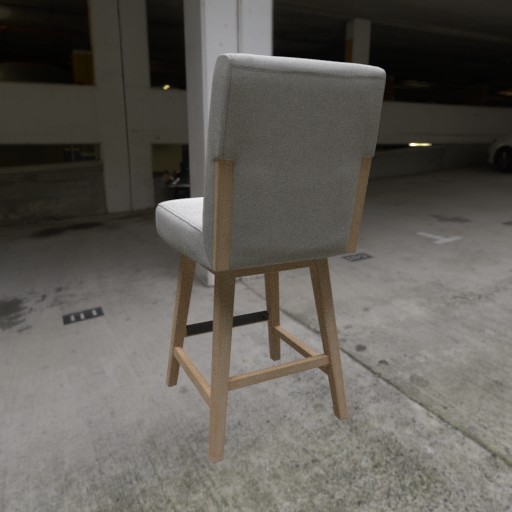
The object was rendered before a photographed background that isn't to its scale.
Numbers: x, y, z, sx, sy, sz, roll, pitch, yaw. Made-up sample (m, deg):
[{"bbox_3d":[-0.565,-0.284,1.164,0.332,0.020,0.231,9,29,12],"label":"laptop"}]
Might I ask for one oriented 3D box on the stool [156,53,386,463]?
[{"bbox_3d":[0.000,0.000,1.413,0.507,1.085,0.606,-7,16,-26],"label":"stool"}]
